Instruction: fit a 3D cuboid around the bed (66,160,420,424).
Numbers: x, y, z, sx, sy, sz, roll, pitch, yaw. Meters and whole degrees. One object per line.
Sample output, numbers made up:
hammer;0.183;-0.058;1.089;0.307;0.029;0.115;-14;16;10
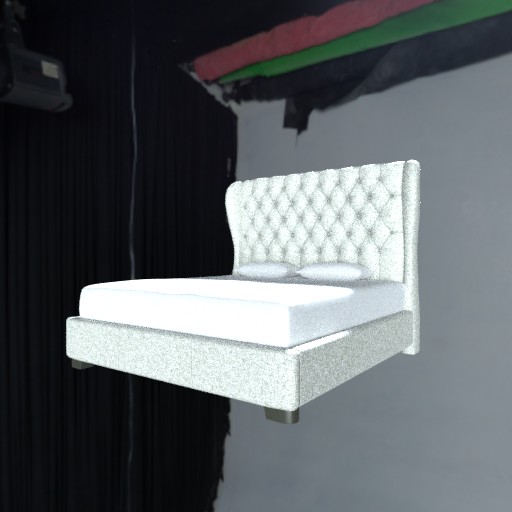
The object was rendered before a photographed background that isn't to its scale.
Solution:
bed;0.000;0.000;3.862;2.219;1.771;2.347;0;0;36
